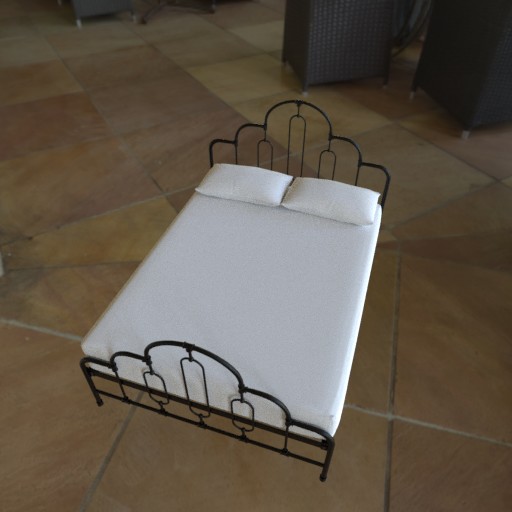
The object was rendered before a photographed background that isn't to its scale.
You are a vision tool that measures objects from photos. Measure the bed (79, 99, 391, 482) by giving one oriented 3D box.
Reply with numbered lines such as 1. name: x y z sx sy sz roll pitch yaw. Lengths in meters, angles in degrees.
1. bed: 0.000 0.000 3.195 1.626 1.444 2.181 13 44 14
